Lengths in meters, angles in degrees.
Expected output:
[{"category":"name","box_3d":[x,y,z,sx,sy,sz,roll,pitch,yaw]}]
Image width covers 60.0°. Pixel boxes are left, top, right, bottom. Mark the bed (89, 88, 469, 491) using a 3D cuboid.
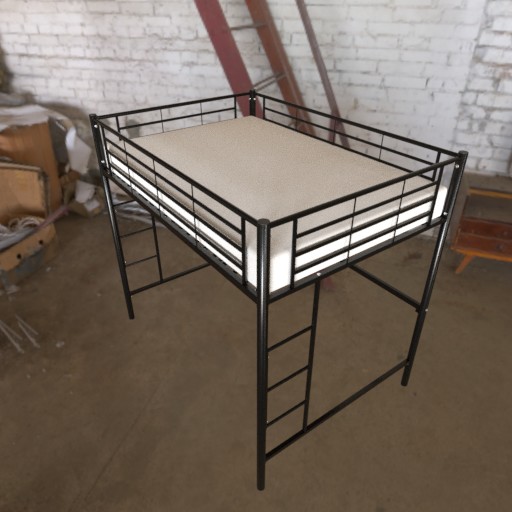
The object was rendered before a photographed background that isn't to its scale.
[{"category":"bed","box_3d":[0.000,0.000,3.182,1.397,1.803,1.994,-21,38,-30]}]
